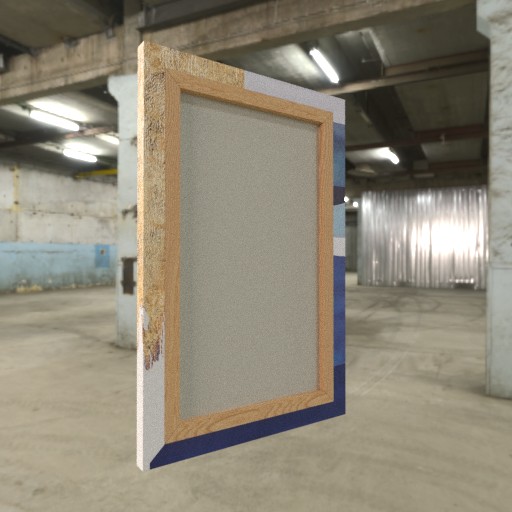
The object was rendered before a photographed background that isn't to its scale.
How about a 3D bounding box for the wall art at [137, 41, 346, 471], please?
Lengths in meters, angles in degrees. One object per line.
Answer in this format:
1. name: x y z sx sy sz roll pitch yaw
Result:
1. wall art: 0.000 0.000 1.126 0.607 0.911 0.039 0 -1 -35
